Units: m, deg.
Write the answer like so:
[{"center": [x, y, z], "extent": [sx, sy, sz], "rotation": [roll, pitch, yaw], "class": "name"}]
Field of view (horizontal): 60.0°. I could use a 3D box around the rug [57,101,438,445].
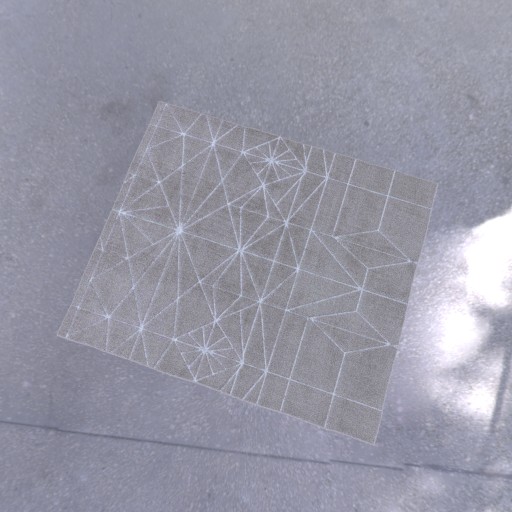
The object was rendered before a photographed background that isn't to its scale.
[{"center": [0.000, 0.000, 0.902], "extent": [0.639, 0.006, 0.548], "rotation": [18, 76, 4], "class": "rug"}]
